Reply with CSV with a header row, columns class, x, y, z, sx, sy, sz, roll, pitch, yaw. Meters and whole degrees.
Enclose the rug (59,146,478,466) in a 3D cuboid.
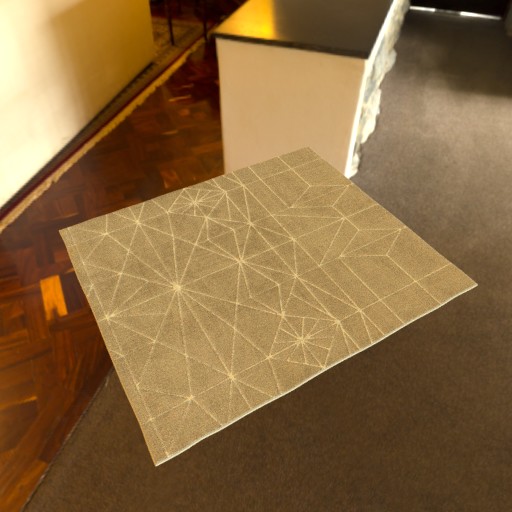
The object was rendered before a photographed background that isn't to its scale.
class,x,y,z,sx,sy,sz,roll,pitch,yaw
rug,0.000,0.000,0.876,0.639,0.006,0.548,-23,50,-21
